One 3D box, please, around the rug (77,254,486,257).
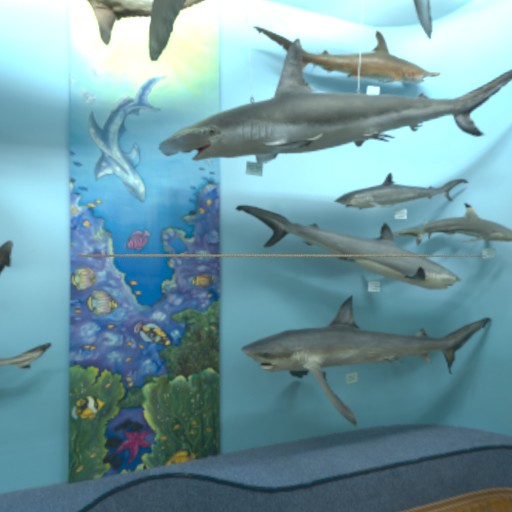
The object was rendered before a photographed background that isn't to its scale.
[{"bbox_3d":[0.000,0.000,4.183,3.048,0.014,2.438,0,0,-20],"label":"rug"}]
